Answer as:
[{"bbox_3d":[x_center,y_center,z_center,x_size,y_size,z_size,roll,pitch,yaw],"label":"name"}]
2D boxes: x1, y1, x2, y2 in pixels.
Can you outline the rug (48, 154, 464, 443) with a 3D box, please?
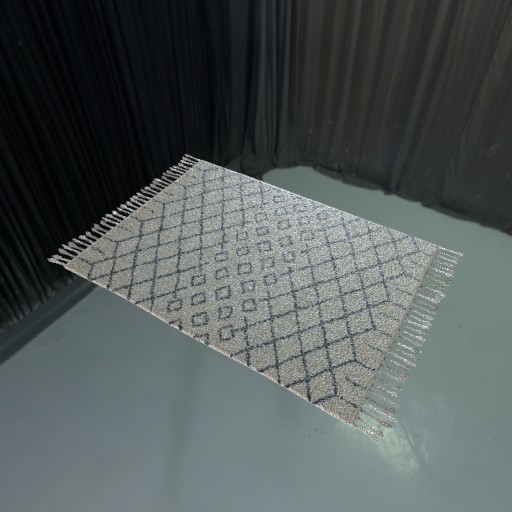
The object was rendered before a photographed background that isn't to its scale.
[{"bbox_3d":[0.000,0.000,3.250,2.615,0.029,1.664,24,49,22],"label":"rug"}]
